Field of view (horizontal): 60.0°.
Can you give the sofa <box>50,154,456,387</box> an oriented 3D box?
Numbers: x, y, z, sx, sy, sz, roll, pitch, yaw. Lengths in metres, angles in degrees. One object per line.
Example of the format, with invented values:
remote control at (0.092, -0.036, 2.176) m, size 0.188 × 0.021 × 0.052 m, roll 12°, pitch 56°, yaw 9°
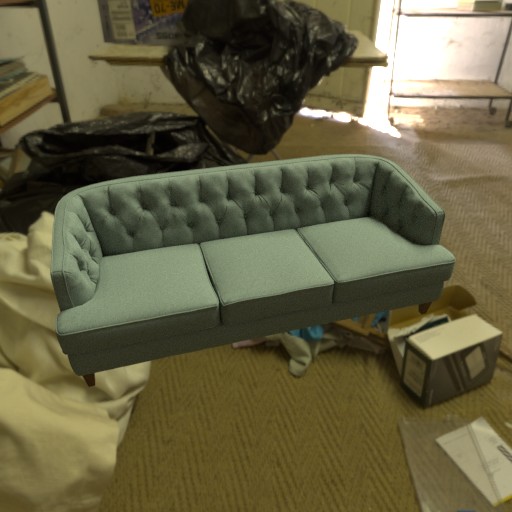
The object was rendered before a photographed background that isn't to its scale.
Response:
sofa at (0.000, 0.000, 2.754) m, size 2.278 × 0.855 × 0.941 m, roll -9°, pitch 34°, yaw -14°
